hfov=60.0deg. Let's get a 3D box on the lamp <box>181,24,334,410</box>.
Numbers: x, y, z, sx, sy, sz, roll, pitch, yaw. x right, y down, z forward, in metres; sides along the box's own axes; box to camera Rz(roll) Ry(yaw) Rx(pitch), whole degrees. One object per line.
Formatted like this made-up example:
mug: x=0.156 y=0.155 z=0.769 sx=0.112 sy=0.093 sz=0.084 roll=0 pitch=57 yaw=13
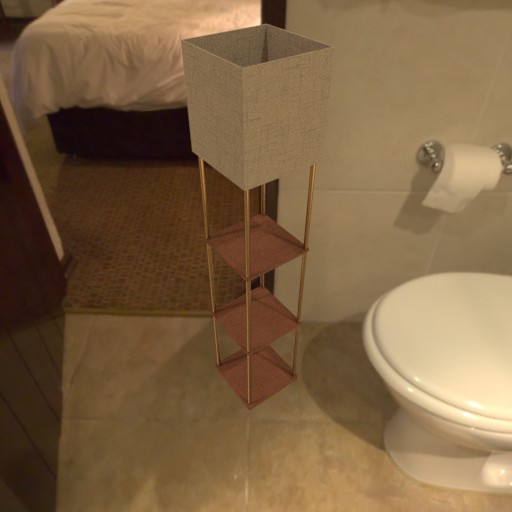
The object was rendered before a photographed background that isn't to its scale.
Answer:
lamp: x=0.000 y=0.000 z=1.751 sx=0.308 sy=1.569 sz=0.310 roll=-25 pitch=47 yaw=-27
